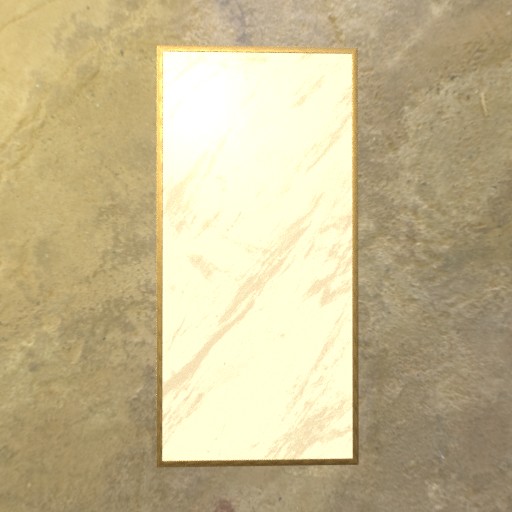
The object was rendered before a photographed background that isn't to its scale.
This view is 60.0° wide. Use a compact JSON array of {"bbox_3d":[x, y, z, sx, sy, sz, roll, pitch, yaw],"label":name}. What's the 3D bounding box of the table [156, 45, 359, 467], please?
[{"bbox_3d":[0.000,0.000,1.463,0.577,0.405,1.197,0,90,-2],"label":"table"}]
